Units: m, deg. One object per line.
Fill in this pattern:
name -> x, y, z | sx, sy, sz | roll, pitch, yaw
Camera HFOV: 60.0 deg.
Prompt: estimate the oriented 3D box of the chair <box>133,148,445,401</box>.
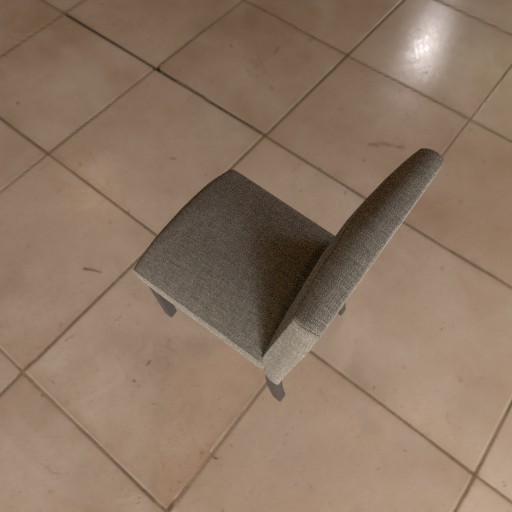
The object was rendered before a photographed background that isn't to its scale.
chair -> 0.000, 0.000, 1.214 | 0.580, 0.917, 0.451 | 34, 69, 16
